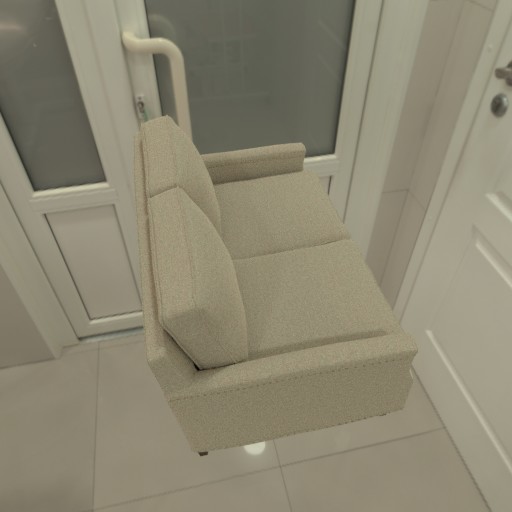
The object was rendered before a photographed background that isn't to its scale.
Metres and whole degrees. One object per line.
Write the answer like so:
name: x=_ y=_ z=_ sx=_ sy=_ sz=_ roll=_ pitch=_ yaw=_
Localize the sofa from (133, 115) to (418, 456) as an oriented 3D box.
sofa: x=0.000 y=0.000 z=2.272 sx=1.084 sy=1.003 sz=1.597 roll=-9 pitch=45 yaw=-9
